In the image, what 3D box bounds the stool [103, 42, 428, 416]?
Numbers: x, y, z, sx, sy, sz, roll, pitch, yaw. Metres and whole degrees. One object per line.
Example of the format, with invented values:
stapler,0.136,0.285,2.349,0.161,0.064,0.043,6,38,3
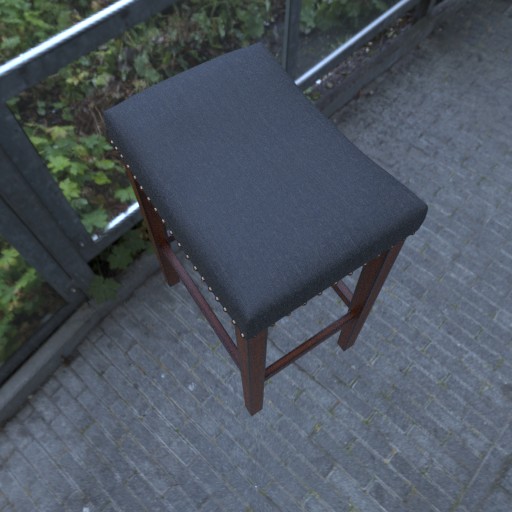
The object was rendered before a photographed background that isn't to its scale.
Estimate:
stool,0.000,0.000,1.046,0.366,0.748,0.502,-31,67,-15
